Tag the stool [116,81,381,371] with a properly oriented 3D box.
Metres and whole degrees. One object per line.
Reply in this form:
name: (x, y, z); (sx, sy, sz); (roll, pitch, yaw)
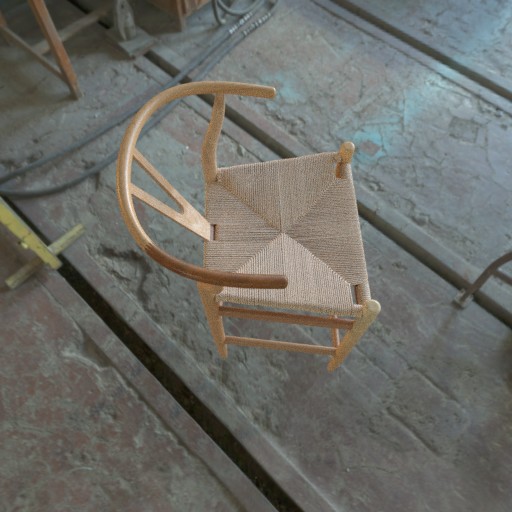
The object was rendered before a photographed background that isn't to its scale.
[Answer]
stool: (0.000, 0.000, 1.324); (0.575, 0.923, 0.536); (-1, 63, -1)
